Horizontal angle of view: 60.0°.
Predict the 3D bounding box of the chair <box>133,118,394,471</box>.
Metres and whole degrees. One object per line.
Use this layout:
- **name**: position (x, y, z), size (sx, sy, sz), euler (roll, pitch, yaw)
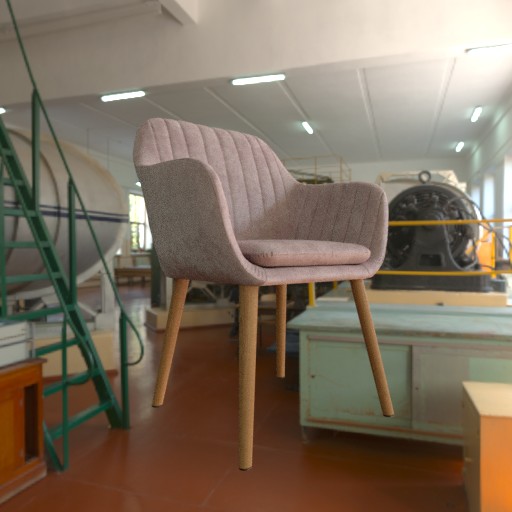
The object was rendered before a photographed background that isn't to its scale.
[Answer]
- **chair**: position (0.000, 0.000, 1.231), size (0.610, 0.832, 0.570), euler (-1, 1, -37)
